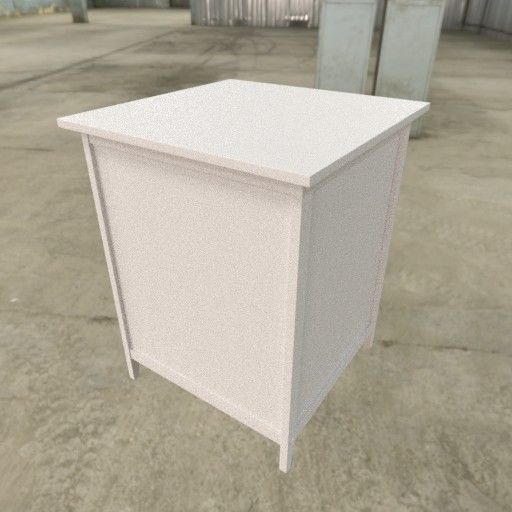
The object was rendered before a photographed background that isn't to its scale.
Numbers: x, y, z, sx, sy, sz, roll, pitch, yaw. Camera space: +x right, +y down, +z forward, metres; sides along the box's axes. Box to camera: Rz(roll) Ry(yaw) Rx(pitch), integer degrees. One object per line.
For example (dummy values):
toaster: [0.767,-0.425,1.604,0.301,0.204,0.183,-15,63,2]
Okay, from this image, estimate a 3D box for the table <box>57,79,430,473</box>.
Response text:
table: [0.000,0.000,0.752,0.381,0.483,0.381,19,36,29]
